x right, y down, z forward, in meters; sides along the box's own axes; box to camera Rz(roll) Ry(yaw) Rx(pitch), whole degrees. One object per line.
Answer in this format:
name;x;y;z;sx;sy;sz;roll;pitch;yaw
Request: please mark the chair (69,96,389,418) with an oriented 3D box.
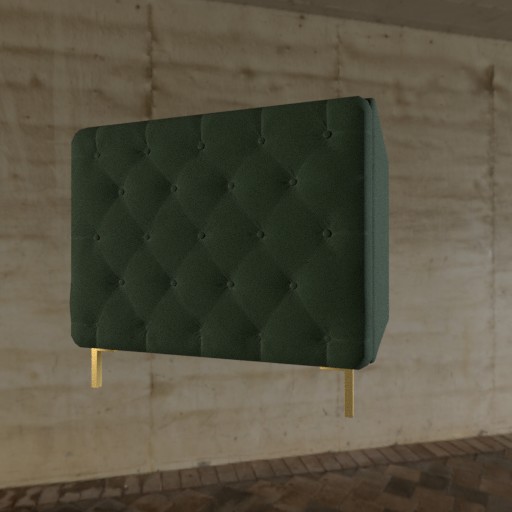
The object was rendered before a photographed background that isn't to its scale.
chair;0.000;0.000;1.538;0.855;0.768;0.917;0;0;19
